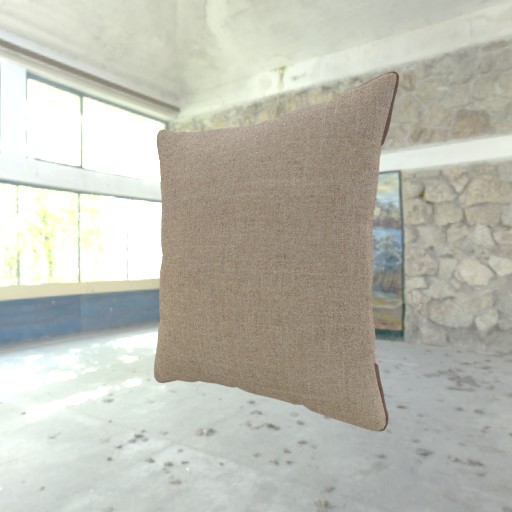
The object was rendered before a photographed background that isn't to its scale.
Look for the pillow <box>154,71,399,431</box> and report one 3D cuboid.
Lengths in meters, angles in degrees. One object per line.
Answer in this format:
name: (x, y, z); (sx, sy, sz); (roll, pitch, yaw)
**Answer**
pillow: (0.000, 0.000, 0.668); (0.437, 0.448, 0.147); (0, 0, 36)
